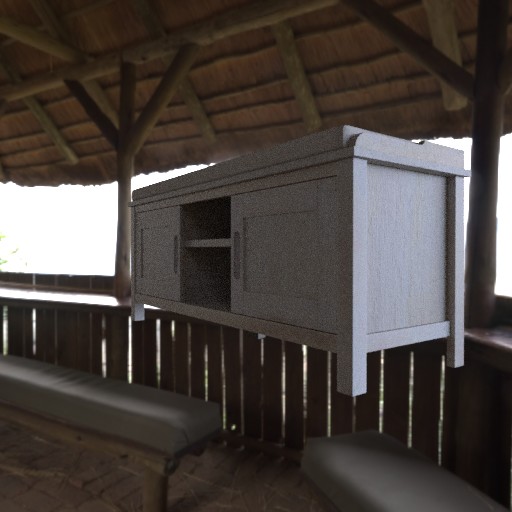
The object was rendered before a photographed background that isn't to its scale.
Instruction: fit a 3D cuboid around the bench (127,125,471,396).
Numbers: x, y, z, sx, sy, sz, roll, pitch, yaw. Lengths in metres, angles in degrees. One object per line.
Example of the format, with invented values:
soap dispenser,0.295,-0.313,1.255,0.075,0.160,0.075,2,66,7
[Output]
bench,0.000,0.000,1.368,0.398,0.501,1.140,0,1,-36
